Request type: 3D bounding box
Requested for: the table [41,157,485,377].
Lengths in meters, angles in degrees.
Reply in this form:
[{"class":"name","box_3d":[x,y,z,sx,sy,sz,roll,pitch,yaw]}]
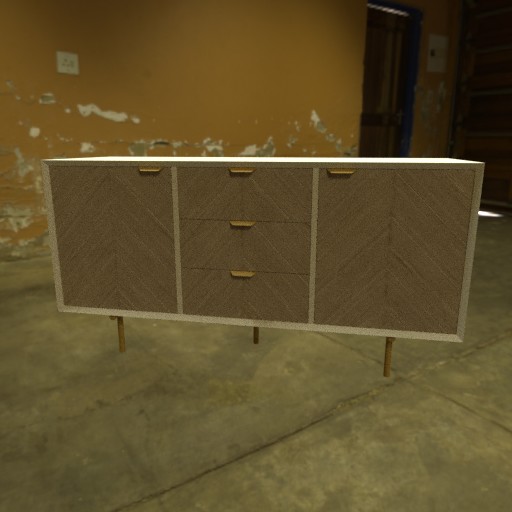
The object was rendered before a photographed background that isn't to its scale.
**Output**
[{"class":"table","box_3d":[0.000,0.000,1.803,1.500,0.769,0.508,3,14,11]}]
